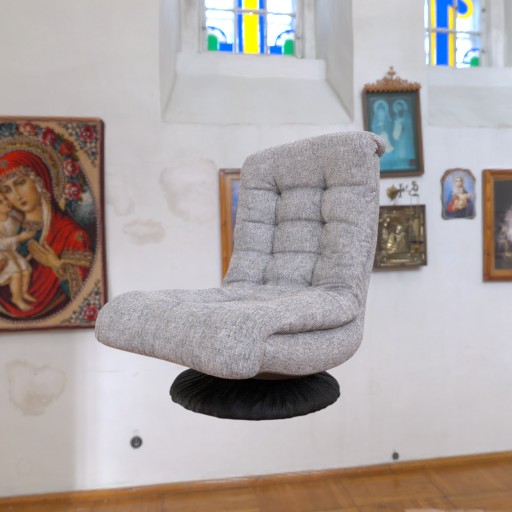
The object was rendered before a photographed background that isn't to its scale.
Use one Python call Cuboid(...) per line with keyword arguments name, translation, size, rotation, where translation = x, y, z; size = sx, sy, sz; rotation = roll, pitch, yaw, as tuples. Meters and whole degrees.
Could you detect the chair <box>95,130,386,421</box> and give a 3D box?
Cuboid(name="chair", translation=(0.000, 0.000, 0.966), size=(0.400, 0.600, 0.583), rotation=(1, 1, 37))
